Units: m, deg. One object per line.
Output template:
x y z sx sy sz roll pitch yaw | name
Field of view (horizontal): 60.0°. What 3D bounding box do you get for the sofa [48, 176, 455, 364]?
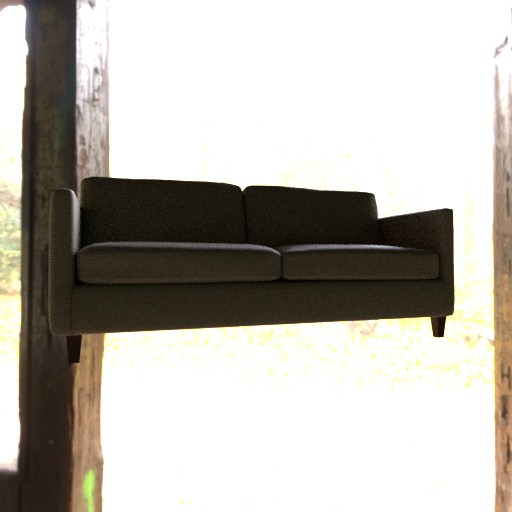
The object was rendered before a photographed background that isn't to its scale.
0.000 0.000 2.679 2.208 0.963 0.956 0 -1 -19 | sofa
